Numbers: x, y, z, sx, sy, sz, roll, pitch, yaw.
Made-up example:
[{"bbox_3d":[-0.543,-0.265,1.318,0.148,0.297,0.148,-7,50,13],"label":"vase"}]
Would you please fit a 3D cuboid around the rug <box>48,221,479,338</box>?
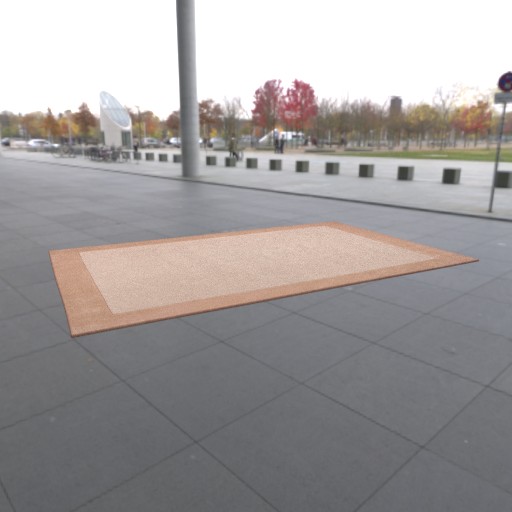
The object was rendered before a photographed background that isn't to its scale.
[{"bbox_3d":[0.000,0.000,2.944,2.438,0.014,1.524,-8,17,-27],"label":"rug"}]
